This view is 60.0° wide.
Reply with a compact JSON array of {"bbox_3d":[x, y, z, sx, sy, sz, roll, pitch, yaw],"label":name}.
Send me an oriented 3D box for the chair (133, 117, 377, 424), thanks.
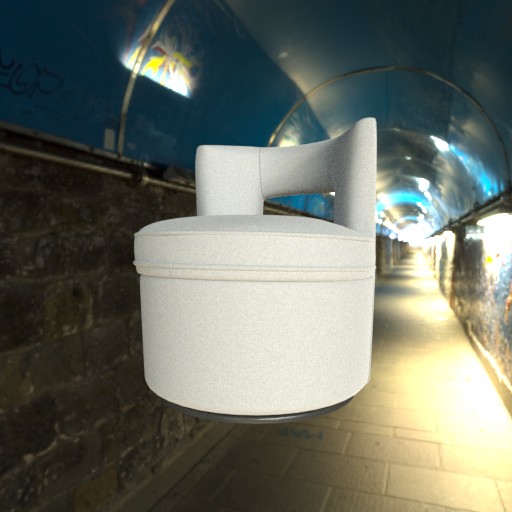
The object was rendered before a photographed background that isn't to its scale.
[{"bbox_3d":[0.000,0.000,1.234,0.650,0.723,0.665,1,2,35],"label":"chair"}]
